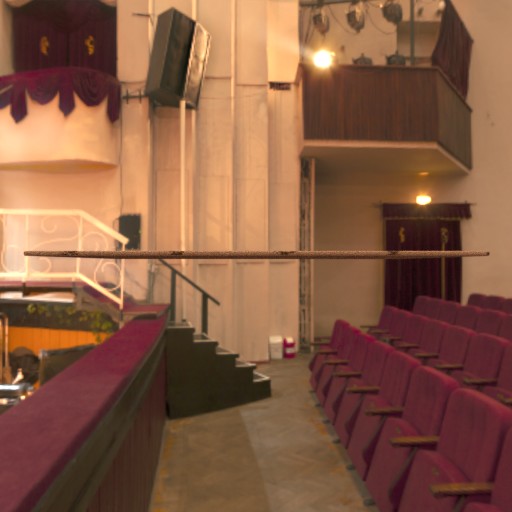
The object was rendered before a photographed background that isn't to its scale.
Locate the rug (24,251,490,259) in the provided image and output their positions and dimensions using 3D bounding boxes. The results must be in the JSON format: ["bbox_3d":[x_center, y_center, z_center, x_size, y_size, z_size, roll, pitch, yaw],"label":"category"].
[{"bbox_3d":[0.000,0.000,3.475,2.743,0.030,1.778,0,-1,-1],"label":"rug"}]
